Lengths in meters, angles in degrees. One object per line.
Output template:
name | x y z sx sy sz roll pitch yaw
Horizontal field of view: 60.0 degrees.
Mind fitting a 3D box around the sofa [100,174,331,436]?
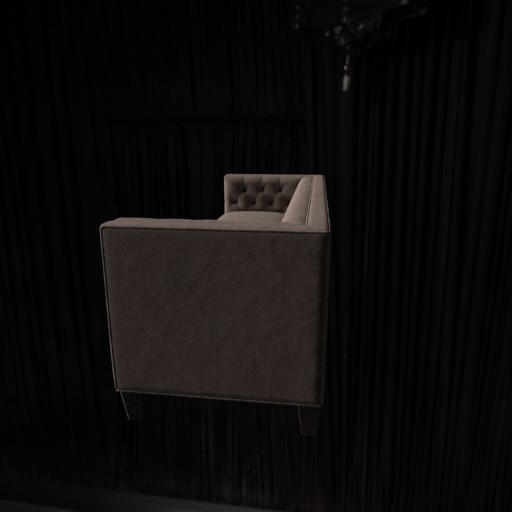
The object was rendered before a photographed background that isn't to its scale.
sofa | 0.000 0.000 2.554 0.775 0.762 2.159 2 15 8
